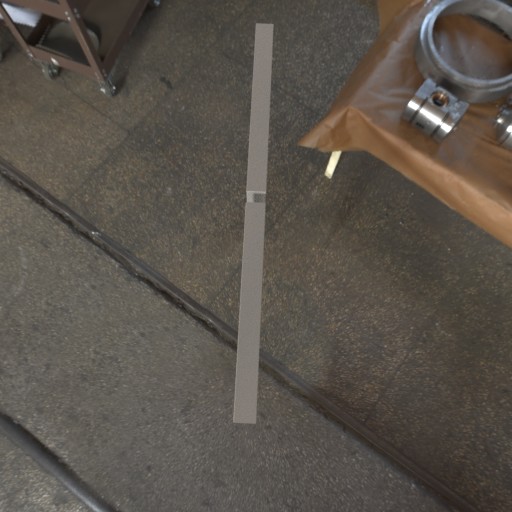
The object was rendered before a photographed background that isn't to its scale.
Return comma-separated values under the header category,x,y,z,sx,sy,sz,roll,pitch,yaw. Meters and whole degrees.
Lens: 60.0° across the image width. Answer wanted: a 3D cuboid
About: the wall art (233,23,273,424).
category,x,y,z,sx,sy,sz,roll,pitch,yaw
wall art,0.000,0.000,0.930,0.029,0.611,0.611,3,74,1
